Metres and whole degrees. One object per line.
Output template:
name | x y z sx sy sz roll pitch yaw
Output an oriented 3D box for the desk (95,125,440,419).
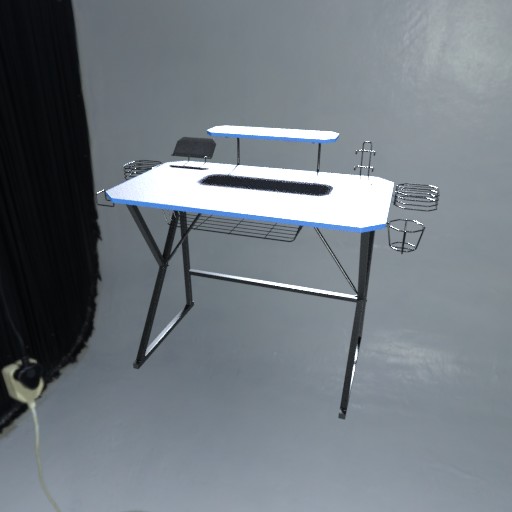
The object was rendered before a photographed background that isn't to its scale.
desk | 0.000 0.000 1.784 1.295 0.909 0.594 8 27 17
